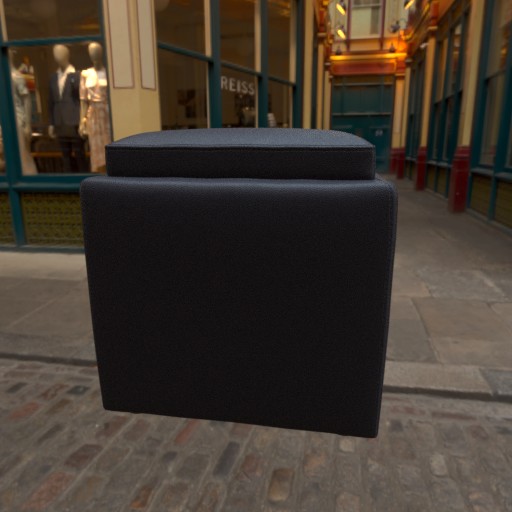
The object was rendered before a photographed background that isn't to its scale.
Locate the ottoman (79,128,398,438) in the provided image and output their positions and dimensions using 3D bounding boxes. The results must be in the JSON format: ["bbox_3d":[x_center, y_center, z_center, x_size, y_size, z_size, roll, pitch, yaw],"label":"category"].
[{"bbox_3d":[0.000,0.000,0.834,0.451,0.460,0.450,2,15,9],"label":"ottoman"}]
